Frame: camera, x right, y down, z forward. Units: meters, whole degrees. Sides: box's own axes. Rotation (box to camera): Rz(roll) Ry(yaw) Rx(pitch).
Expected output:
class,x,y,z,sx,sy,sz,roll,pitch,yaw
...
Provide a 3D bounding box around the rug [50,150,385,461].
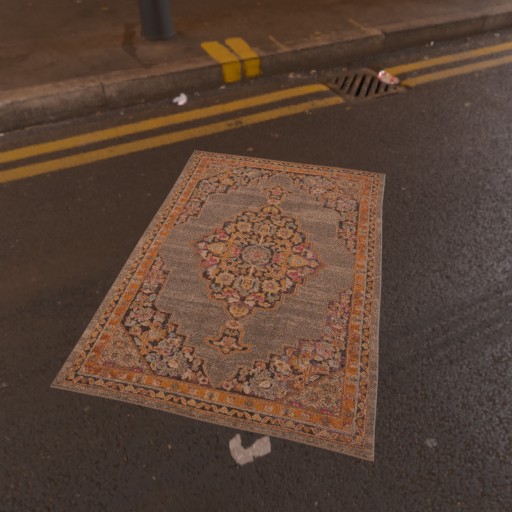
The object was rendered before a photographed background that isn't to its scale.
class,x,y,z,sx,sy,sz,roll,pitch,yaw
rug,0.000,0.000,3.665,2.043,0.026,2.901,9,46,9
